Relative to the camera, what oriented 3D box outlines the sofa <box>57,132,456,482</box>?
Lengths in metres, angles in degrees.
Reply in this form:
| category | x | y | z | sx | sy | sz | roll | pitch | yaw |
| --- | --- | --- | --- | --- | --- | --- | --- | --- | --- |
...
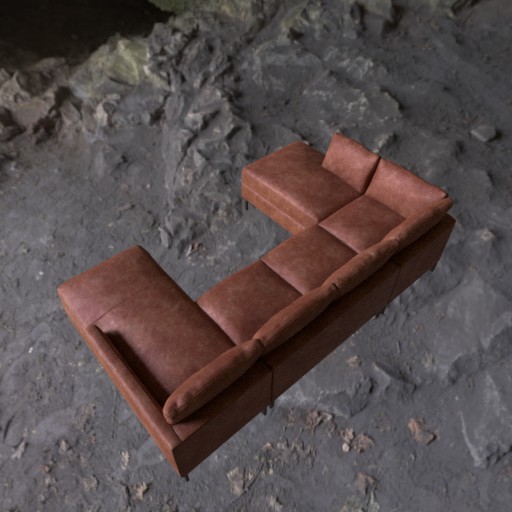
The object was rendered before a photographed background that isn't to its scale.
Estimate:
| category | x | y | z | sx | sy | sz | roll | pitch | yaw |
| --- | --- | --- | --- | --- | --- | --- | --- | --- | --- |
| sofa | 0.000 | 0.000 | 3.770 | 2.956 | 0.900 | 1.939 | -32 | 55 | -27 |
